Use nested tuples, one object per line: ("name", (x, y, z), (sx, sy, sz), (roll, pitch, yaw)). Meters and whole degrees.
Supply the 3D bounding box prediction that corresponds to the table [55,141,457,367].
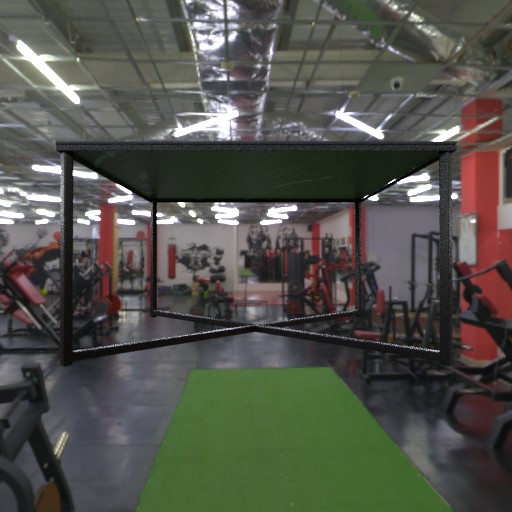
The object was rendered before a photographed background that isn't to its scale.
("table", (0.000, 0.000, 1.278), (0.800, 0.450, 0.800), (0, -1, 0))
